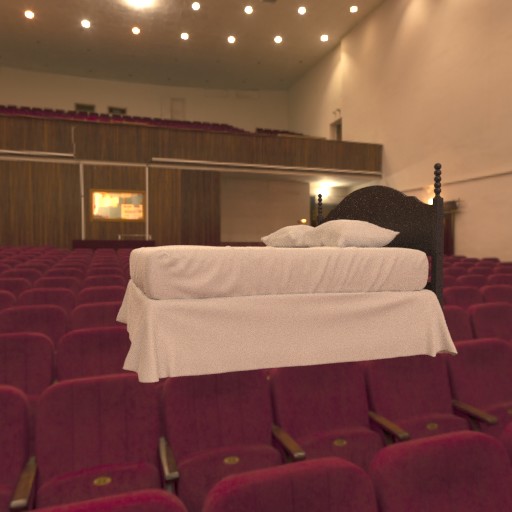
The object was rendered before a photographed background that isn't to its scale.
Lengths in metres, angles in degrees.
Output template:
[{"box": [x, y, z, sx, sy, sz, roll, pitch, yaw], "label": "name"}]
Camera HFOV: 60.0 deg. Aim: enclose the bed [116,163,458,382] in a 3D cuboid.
[{"box": [0.000, 0.000, 3.738, 2.219, 1.355, 2.322, 0, 1, -19], "label": "bed"}]
